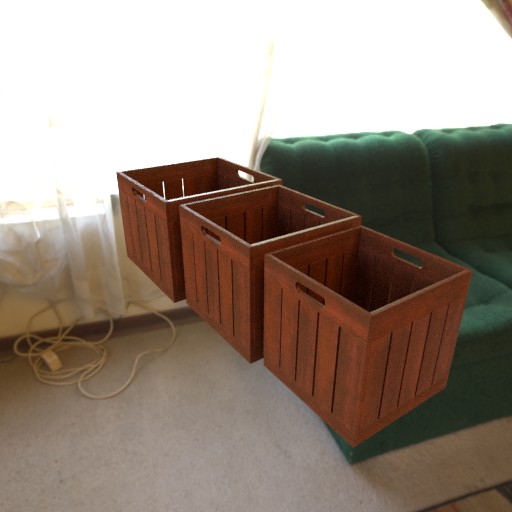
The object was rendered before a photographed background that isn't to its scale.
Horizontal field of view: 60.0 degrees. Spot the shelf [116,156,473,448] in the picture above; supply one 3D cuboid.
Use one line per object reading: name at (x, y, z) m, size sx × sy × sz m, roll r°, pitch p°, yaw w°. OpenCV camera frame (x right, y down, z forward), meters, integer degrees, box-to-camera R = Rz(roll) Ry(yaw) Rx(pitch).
shelf at (0.000, 0.000, 1.239) m, size 0.393 × 0.311 × 1.064 m, roll -16°, pitch 30°, yaw -31°
